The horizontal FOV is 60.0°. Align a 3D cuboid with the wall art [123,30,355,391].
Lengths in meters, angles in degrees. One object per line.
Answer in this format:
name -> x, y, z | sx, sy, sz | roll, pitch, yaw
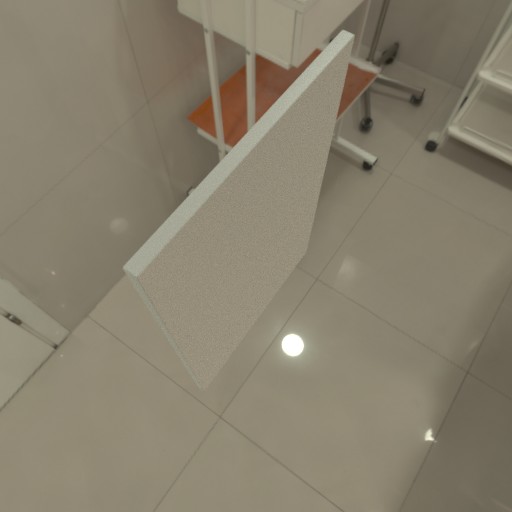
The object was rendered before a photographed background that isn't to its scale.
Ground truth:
wall art -> 0.000, 0.000, 1.487 | 0.038, 1.183, 0.808 | 32, 68, 15
